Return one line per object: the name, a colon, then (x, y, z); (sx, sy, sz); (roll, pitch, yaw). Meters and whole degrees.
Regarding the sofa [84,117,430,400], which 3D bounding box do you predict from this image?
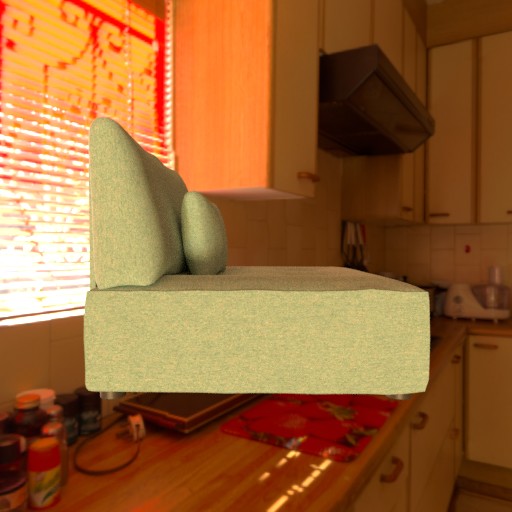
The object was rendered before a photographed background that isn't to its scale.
sofa: (0.000, 0.000, 1.714); (1.000, 0.820, 0.930); (0, 1, 2)
